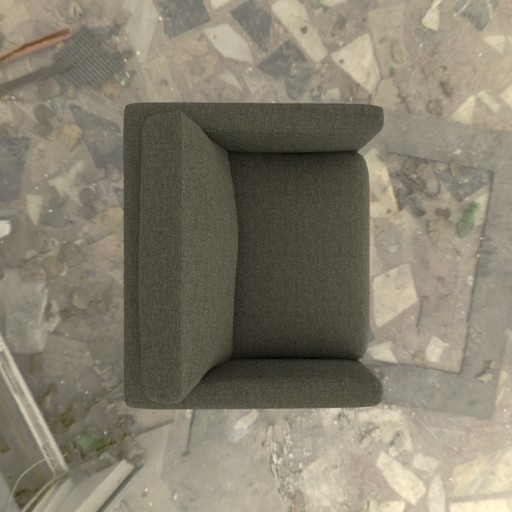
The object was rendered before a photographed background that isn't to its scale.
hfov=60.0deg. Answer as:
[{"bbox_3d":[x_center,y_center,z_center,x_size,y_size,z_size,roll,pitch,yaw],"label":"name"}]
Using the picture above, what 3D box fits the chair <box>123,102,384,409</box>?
[{"bbox_3d":[0.000,0.000,1.834,0.959,0.963,1.107,0,90,-1],"label":"chair"}]
